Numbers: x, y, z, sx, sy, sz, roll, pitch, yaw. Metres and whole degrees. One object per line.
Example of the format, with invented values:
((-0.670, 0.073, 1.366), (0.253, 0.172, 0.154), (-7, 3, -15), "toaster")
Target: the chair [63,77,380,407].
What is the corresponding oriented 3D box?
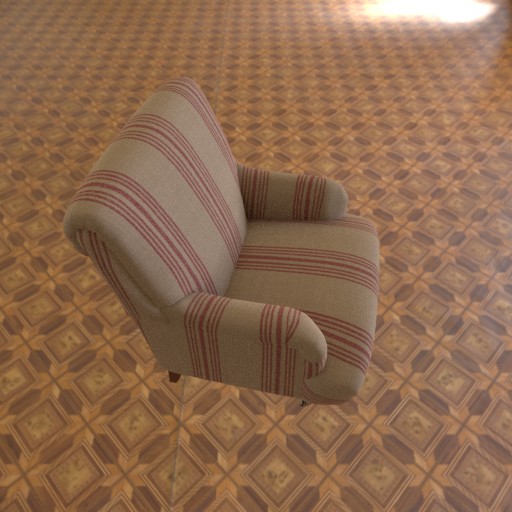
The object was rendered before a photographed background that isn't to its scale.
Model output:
((0.000, 0.000, 1.862), (1.058, 1.123, 0.933), (10, 49, 9), "chair")
